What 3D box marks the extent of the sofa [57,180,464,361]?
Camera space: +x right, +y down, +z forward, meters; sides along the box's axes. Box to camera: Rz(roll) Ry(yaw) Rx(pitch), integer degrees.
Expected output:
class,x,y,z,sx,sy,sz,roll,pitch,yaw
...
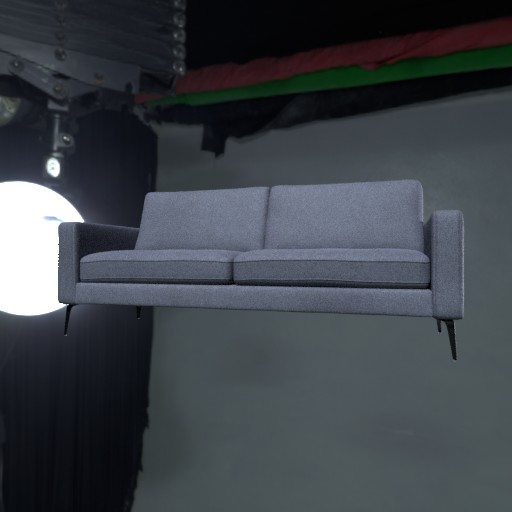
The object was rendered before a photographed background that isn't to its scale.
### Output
class,x,y,z,sx,sy,sz,roll,pitch,yaw
sofa,0.000,0.000,2.352,1.925,0.828,0.774,0,0,18
